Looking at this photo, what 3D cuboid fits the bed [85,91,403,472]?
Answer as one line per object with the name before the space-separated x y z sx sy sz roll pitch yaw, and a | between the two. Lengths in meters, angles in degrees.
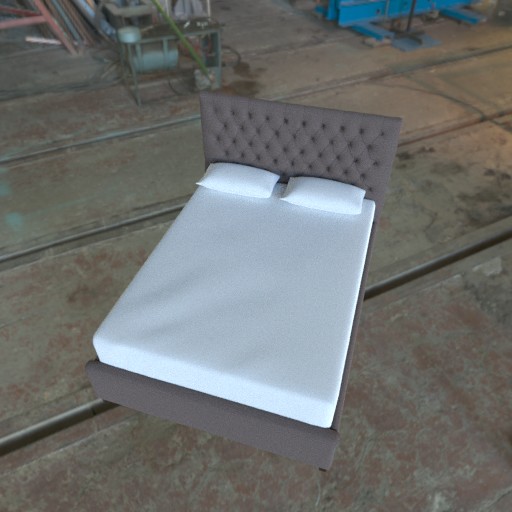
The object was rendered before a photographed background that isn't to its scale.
bed | 0.000 0.000 3.301 1.696 1.426 2.233 12 45 13
